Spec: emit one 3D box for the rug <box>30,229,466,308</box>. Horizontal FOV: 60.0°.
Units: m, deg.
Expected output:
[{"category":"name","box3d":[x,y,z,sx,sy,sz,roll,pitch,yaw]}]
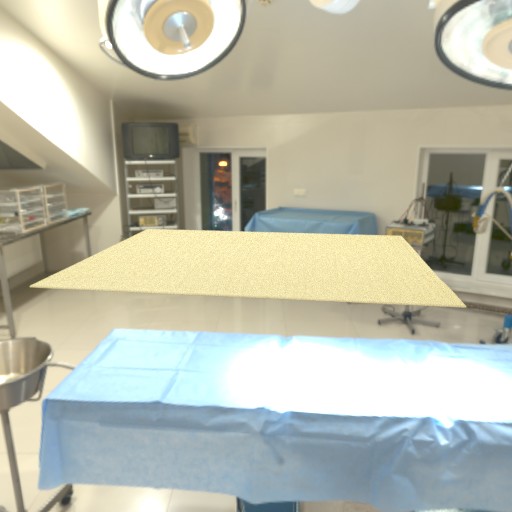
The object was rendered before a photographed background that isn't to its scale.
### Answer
[{"category":"rug","box3d":[0.000,0.000,4.371,3.204,0.016,2.452,2,14,8]}]
